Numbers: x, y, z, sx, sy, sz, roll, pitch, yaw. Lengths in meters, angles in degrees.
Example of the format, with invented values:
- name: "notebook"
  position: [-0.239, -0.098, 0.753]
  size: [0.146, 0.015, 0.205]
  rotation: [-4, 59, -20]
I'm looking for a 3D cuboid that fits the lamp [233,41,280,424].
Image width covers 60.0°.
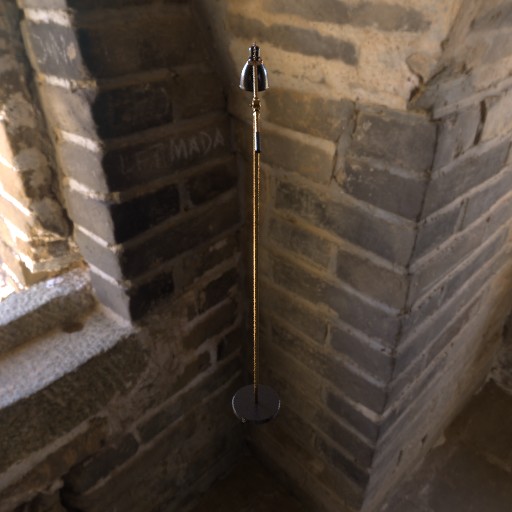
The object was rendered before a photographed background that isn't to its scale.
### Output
- name: "lamp"
  position: [0.000, 0.000, 1.890]
  size: [0.235, 1.628, 0.618]
  rotation: [-1, 30, -1]
